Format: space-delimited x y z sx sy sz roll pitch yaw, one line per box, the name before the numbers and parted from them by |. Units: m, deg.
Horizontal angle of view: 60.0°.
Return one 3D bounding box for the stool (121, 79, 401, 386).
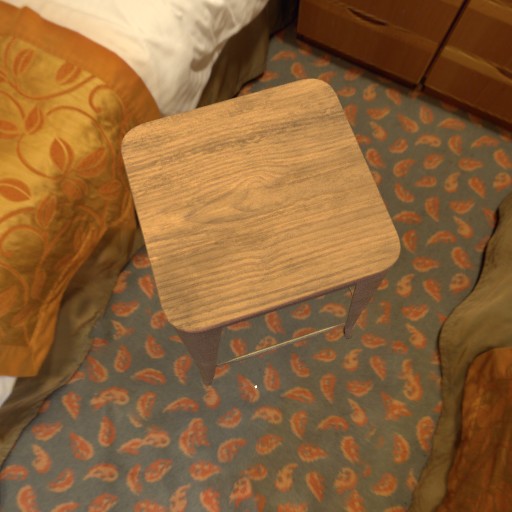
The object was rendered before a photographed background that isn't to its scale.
stool | 0.000 0.000 0.901 0.407 0.607 0.407 -17 74 -5
